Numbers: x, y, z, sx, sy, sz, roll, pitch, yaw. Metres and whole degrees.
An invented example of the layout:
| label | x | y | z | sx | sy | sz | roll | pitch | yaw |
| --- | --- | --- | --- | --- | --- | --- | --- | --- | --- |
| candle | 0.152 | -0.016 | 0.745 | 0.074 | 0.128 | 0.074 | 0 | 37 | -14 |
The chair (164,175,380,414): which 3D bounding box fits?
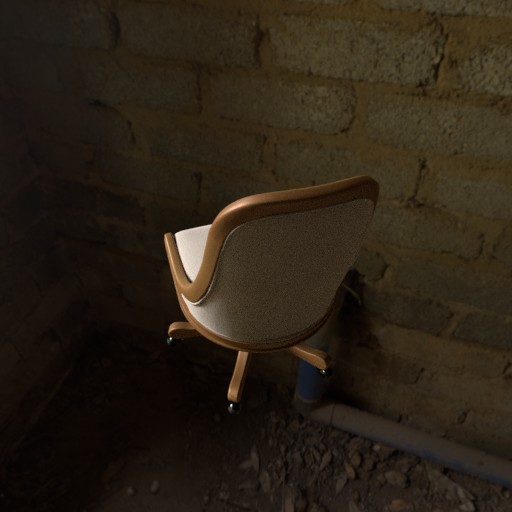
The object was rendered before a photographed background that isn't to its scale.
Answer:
| label | x | y | z | sx | sy | sz | roll | pitch | yaw |
| --- | --- | --- | --- | --- | --- | --- | --- | --- | --- |
| chair | 0.000 | 0.000 | 1.537 | 0.702 | 1.009 | 0.811 | -12 | 42 | -14 |
